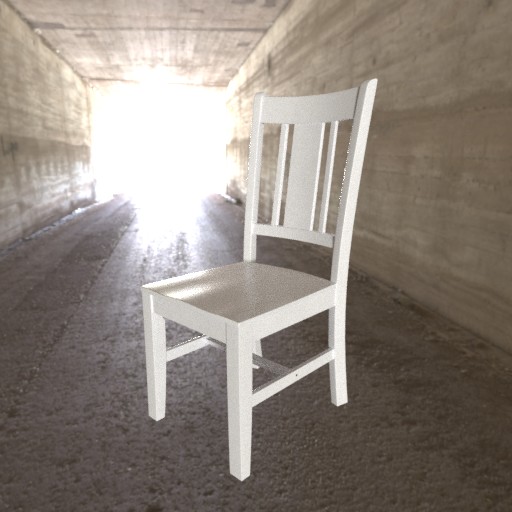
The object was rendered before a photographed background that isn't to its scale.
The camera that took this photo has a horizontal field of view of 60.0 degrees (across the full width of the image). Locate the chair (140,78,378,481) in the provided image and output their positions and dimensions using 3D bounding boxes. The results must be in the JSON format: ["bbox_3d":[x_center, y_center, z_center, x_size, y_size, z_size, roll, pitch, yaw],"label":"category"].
[{"bbox_3d":[0.000,0.000,1.316,0.450,0.998,0.555,12,18,42],"label":"chair"}]
